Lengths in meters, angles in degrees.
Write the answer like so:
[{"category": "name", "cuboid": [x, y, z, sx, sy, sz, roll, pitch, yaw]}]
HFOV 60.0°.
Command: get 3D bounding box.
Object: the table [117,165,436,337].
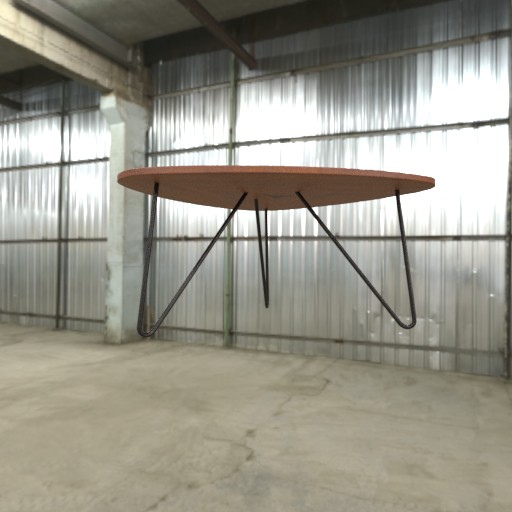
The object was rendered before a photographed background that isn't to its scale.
[{"category": "table", "cuboid": [0.000, 0.000, 1.327, 0.821, 0.413, 0.833, 0, 0, -37]}]
